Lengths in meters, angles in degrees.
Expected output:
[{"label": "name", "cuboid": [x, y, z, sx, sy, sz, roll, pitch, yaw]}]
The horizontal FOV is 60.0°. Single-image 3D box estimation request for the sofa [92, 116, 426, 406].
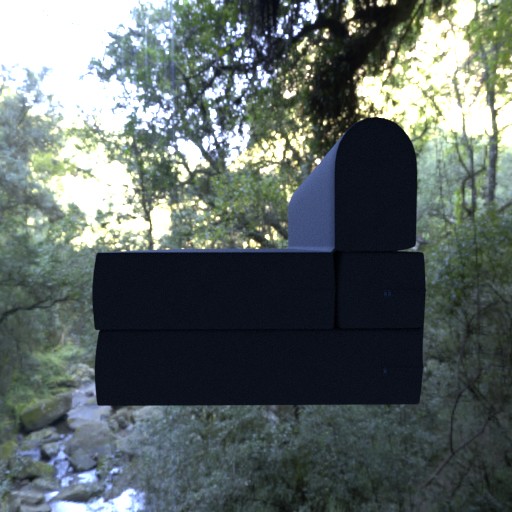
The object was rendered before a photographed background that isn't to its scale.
[{"label": "sofa", "cuboid": [0.000, 0.000, 1.606, 0.762, 0.660, 1.219, 0, 1, -1]}]
